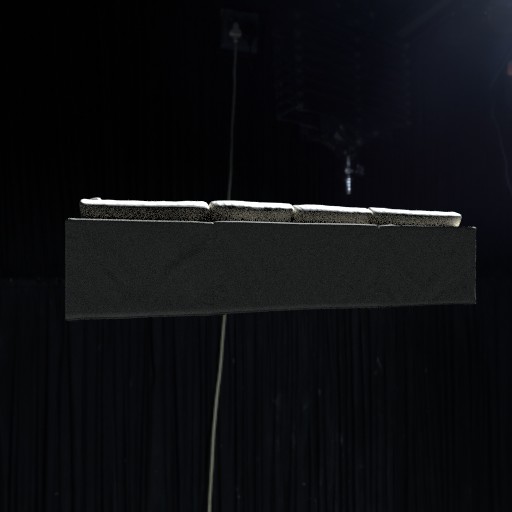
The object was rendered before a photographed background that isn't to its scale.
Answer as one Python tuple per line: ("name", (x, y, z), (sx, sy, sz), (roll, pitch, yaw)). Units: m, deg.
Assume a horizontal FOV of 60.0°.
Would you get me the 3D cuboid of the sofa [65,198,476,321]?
("sofa", (0.000, 0.000, 4.625), (3.464, 0.882, 2.448), (0, 0, -18))
